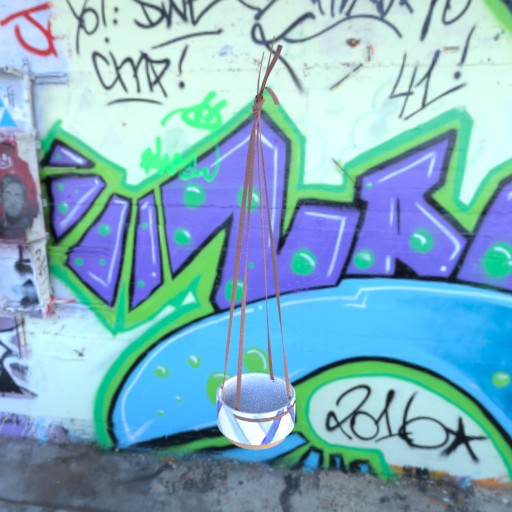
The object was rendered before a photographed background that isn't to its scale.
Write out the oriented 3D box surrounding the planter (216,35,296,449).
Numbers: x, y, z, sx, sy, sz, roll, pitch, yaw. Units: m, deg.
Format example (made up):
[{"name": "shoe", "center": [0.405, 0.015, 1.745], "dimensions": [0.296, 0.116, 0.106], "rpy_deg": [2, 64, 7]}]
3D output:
[{"name": "planter", "center": [0.000, 0.000, 0.844], "dimensions": [0.166, 0.751, 0.166], "rpy_deg": [2, 14, 8]}]
